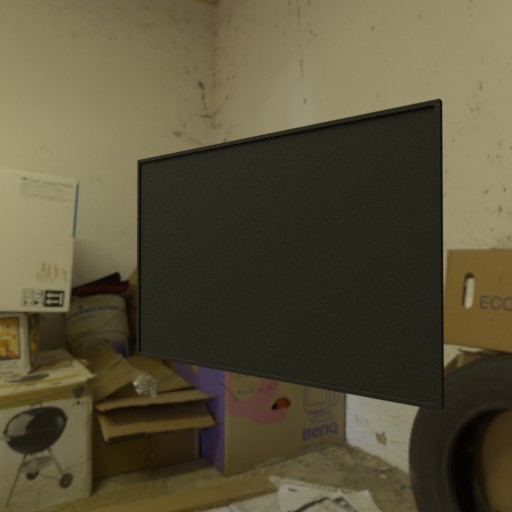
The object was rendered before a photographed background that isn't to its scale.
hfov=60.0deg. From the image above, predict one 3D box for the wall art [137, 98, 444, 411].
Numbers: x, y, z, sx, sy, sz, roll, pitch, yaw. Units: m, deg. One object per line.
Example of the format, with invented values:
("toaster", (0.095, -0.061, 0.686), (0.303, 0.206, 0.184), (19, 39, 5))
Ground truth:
("wall art", (0.000, 0.000, 1.497), (1.190, 0.805, 0.028), (-1, -1, 36))
